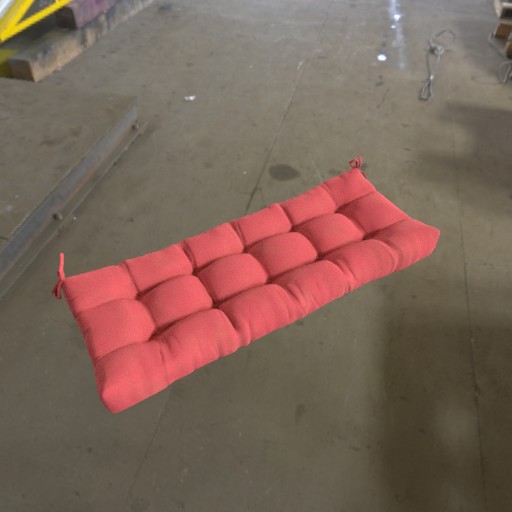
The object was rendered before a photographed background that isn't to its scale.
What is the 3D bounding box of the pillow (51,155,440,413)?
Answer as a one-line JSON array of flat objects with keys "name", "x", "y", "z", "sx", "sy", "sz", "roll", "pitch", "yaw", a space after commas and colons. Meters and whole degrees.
[{"name": "pillow", "x": 0.000, "y": 0.000, "z": 1.405, "sx": 1.194, "sy": 0.174, "sz": 0.511, "roll": -23, "pitch": 51, "yaw": -20}]
